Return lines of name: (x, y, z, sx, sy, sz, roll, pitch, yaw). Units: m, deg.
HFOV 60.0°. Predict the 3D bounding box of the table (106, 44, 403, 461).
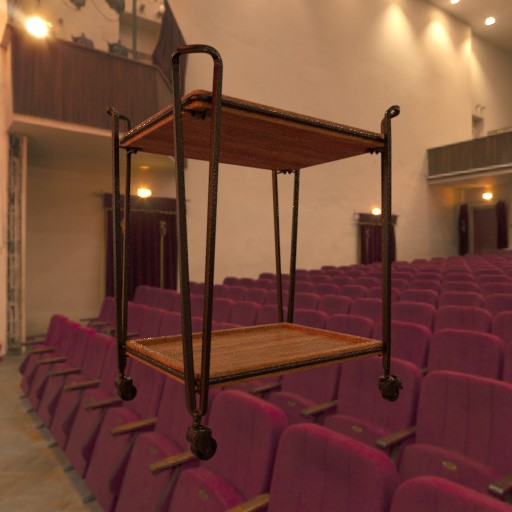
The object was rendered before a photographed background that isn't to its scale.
table: (0.000, 0.000, 1.197, 0.672, 0.785, 0.505, 0, 0, -36)
